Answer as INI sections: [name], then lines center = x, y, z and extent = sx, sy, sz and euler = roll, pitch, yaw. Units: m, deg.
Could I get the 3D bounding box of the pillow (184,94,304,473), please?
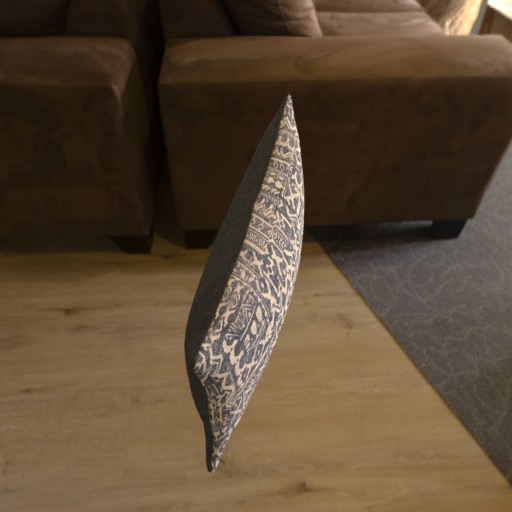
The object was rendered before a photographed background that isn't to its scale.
[pillow]
center = 0.000, 0.000, 0.766
extent = 0.148, 0.292, 0.631
euler = 9, 47, 8
